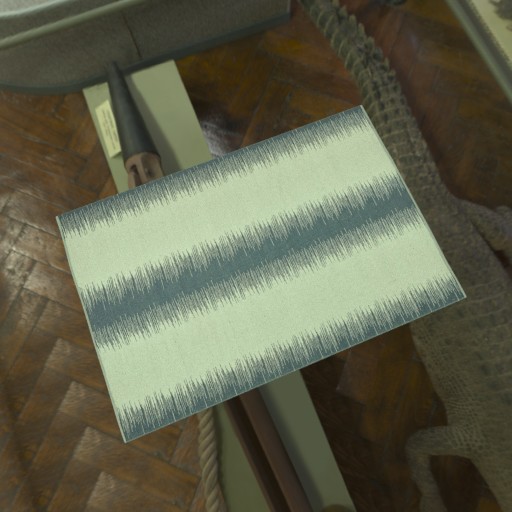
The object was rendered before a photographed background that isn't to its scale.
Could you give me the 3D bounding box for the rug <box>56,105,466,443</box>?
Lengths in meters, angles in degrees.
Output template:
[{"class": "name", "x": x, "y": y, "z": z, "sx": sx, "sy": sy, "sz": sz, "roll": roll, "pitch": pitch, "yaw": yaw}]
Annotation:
[{"class": "rug", "x": 0.000, "y": 0.000, "z": 2.344, "sx": 1.854, "sy": 0.006, "sz": 1.234, "roll": -21, "pitch": 75, "yaw": -6}]
